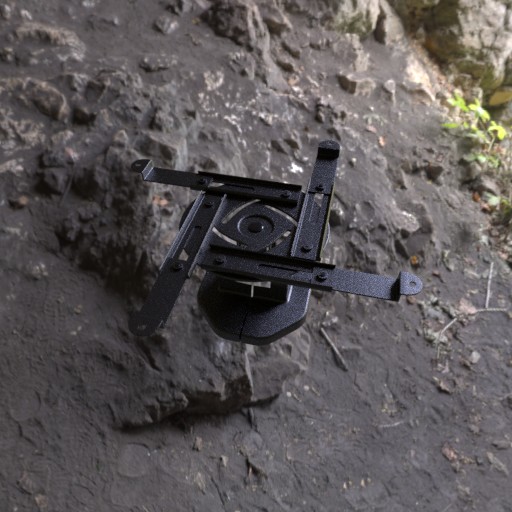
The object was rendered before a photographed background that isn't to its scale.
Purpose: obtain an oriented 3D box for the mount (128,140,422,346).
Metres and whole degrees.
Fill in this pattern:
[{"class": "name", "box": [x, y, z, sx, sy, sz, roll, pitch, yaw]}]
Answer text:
[{"class": "mount", "box": [0.000, 0.000, 0.597, 0.394, 0.141, 0.394, 10, 46, 9]}]
